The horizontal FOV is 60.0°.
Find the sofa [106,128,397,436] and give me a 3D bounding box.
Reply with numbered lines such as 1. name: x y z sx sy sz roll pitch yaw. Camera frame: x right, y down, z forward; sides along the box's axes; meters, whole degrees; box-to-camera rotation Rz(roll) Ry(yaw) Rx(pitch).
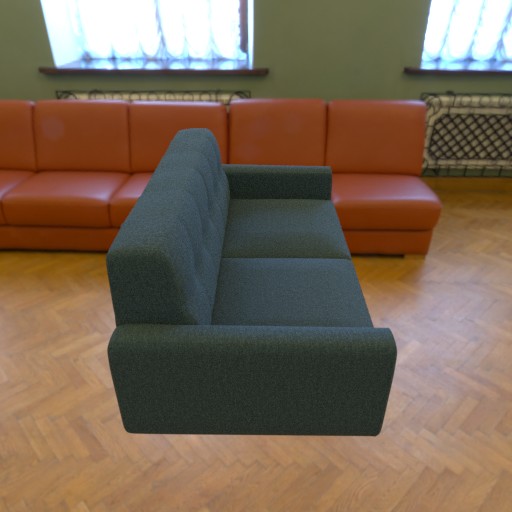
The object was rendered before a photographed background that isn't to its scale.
1. sofa: 0.000 0.000 2.160 0.942 0.896 1.651 0 31 1
